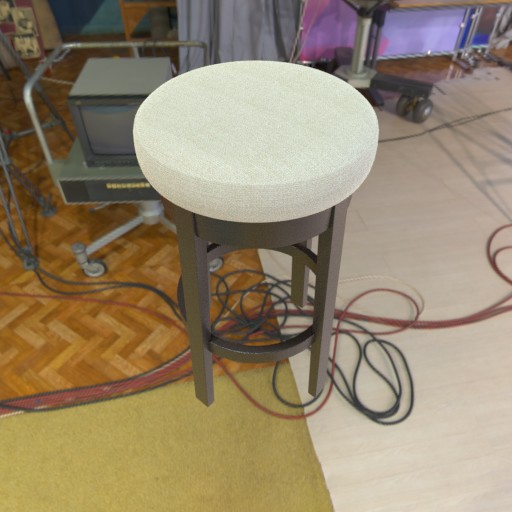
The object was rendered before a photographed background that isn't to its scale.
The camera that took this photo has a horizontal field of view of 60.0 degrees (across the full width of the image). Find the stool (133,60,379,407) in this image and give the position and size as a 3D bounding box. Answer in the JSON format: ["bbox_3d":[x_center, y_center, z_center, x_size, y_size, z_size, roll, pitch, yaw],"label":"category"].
[{"bbox_3d":[0.000,0.000,1.021,0.446,0.758,0.446,0,45,0],"label":"stool"}]
